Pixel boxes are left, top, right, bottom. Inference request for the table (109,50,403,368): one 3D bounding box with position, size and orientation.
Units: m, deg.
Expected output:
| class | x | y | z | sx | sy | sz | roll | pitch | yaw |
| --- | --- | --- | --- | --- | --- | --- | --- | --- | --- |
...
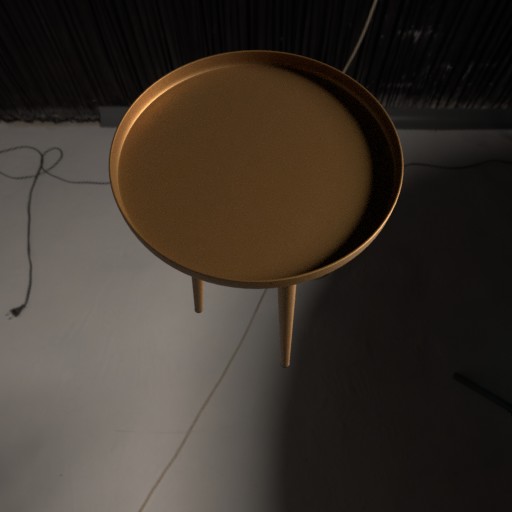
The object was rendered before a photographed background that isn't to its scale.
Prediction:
| class | x | y | z | sx | sy | sz | roll | pitch | yaw |
| --- | --- | --- | --- | --- | --- | --- | --- | --- | --- |
| table | 0.000 | 0.000 | 0.667 | 0.299 | 0.480 | 0.299 | -1 | 63 | 0 |
